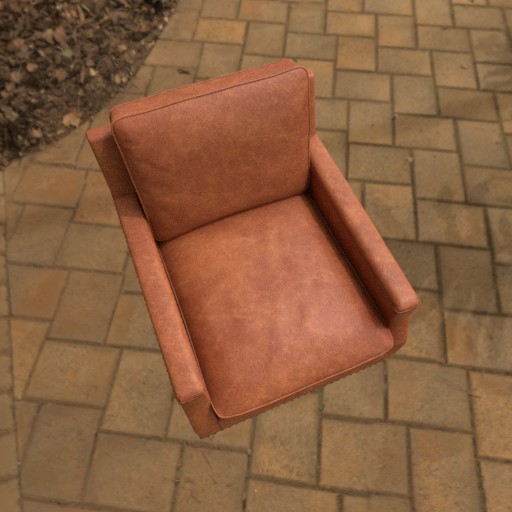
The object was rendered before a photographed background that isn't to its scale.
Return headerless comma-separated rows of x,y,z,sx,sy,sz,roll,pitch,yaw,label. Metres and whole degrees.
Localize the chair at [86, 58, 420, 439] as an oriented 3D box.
0.000,0.000,1.650,0.853,0.943,1.014,-20,64,-10,chair
